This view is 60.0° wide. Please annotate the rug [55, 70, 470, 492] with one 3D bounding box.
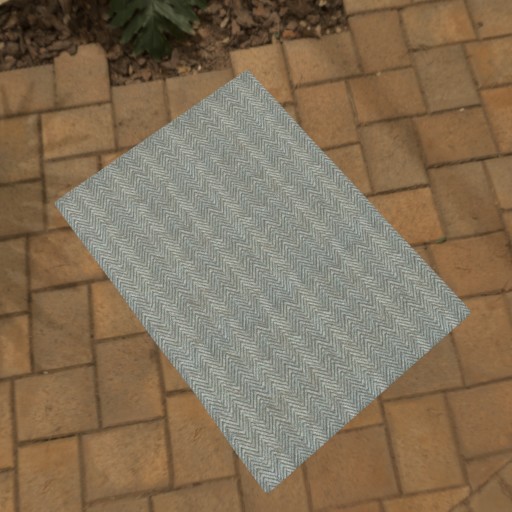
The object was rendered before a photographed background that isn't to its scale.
[{"bbox_3d":[0.000,0.000,5.014,2.894,0.011,3.957,-38,79,-9],"label":"rug"}]
